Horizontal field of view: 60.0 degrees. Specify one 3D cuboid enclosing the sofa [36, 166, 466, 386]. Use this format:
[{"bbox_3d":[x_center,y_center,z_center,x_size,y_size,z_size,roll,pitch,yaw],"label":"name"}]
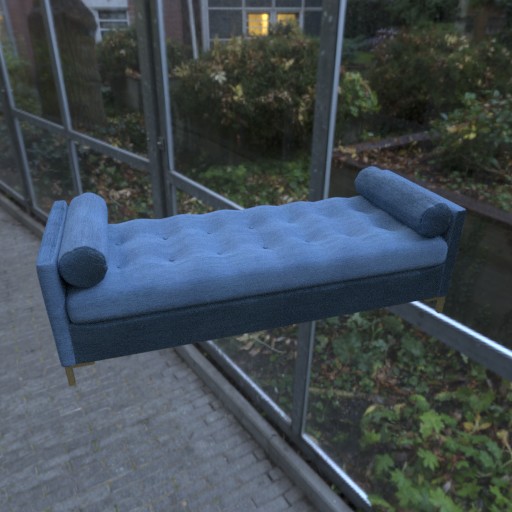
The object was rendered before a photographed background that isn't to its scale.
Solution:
[{"bbox_3d":[0.000,0.000,2.490,2.102,0.705,0.796,-8,28,-15],"label":"sofa"}]
